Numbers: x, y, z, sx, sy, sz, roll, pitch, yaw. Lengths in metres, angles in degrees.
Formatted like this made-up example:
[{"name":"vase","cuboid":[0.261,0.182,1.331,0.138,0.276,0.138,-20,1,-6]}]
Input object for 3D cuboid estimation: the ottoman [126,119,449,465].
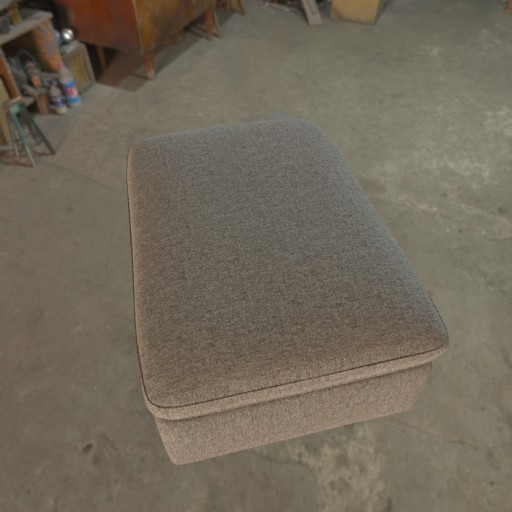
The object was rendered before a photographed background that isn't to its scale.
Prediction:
[{"name":"ottoman","cuboid":[0.000,0.000,1.315,0.694,0.451,0.977,-10,47,-9]}]
